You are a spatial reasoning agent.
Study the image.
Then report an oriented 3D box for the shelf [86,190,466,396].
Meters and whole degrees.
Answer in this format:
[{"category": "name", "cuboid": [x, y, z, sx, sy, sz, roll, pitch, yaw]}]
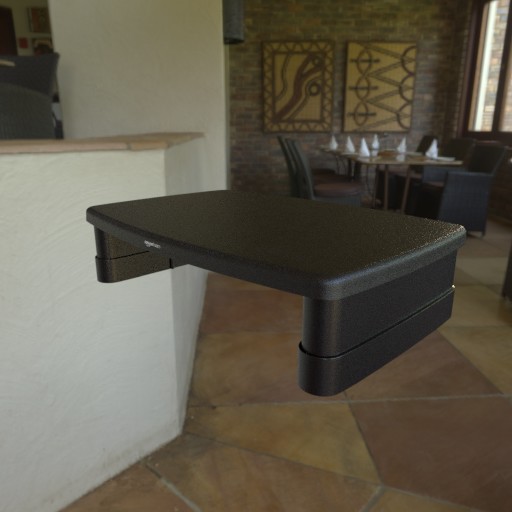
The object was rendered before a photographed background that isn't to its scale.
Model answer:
[{"category": "shelf", "cuboid": [0.000, 0.000, 0.531, 0.280, 0.100, 0.410, -15, 22, -42]}]
